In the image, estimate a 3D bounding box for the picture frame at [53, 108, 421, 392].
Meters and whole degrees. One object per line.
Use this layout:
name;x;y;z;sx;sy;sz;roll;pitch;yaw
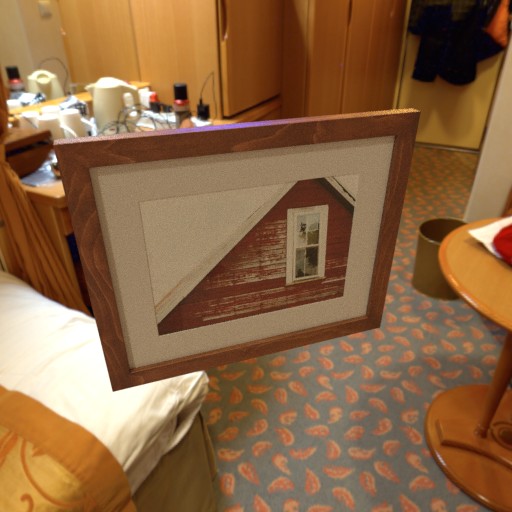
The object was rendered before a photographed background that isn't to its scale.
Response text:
picture frame;0.000;0.000;0.775;0.559;0.457;0.025;-10;33;-16
